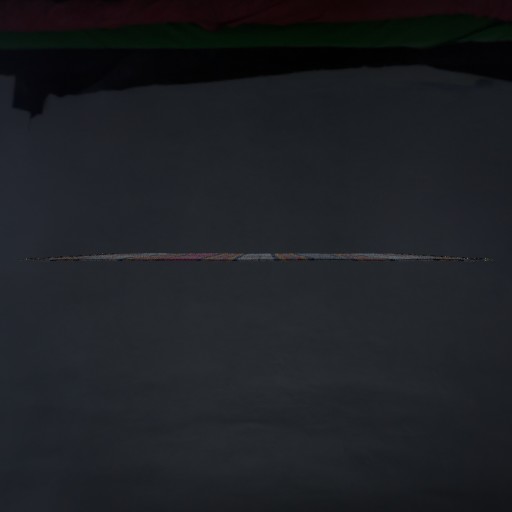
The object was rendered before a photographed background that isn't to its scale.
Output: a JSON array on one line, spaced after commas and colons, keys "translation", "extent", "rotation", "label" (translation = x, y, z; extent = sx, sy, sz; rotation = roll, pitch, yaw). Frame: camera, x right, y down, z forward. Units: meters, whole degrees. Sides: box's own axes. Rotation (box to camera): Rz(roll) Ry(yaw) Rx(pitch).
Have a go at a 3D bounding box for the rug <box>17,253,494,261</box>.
[{"translation": [0.000, 0.000, 2.239], "extent": [1.849, 0.013, 1.084], "rotation": [0, 1, 1], "label": "rug"}]
